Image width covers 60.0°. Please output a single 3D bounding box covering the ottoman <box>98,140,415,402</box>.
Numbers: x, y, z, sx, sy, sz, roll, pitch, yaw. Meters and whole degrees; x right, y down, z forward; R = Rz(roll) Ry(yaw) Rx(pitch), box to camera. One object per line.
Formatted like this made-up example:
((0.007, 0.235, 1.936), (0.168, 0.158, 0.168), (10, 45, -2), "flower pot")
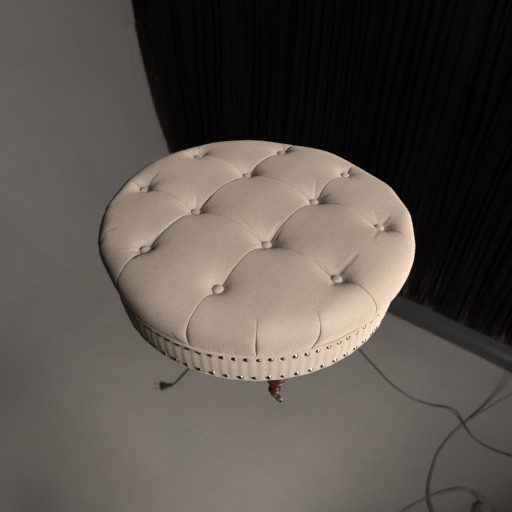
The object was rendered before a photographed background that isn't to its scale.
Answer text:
((0.000, 0.000, 1.392), (0.901, 0.439, 0.901), (0, 41, 0), "ottoman")
